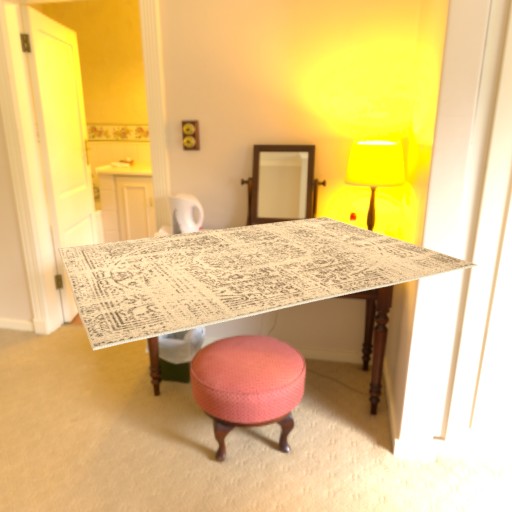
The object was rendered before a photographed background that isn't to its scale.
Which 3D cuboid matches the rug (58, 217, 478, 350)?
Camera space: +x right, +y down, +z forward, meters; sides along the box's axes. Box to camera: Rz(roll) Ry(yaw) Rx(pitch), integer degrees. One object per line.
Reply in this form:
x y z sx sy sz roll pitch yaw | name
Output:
0.000 0.000 3.105 2.438 0.026 1.706 -9 19 -26 | rug
